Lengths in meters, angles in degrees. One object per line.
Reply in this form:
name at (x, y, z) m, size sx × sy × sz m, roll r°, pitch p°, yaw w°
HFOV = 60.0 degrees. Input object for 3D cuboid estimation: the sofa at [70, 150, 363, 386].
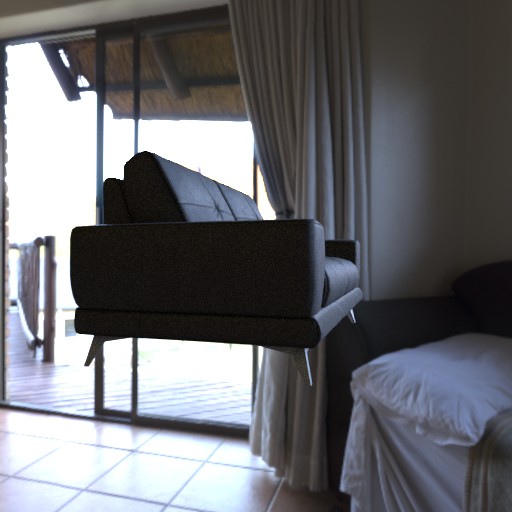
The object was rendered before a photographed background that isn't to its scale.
sofa at (0.000, 0.000, 2.430) m, size 1.018 × 0.907 × 1.806 m, roll 0°, pitch -1°, yaw 18°
